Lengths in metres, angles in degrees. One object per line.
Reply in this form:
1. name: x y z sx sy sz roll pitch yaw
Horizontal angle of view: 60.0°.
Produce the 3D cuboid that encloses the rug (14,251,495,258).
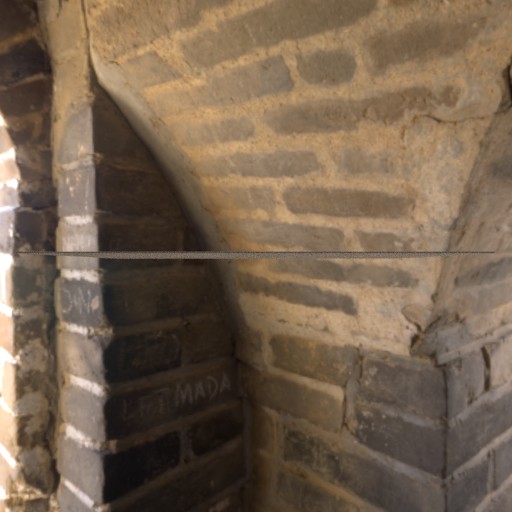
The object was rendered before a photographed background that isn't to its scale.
1. rug: 0.000 0.000 2.847 2.284 0.008 1.522 0 -1 0
